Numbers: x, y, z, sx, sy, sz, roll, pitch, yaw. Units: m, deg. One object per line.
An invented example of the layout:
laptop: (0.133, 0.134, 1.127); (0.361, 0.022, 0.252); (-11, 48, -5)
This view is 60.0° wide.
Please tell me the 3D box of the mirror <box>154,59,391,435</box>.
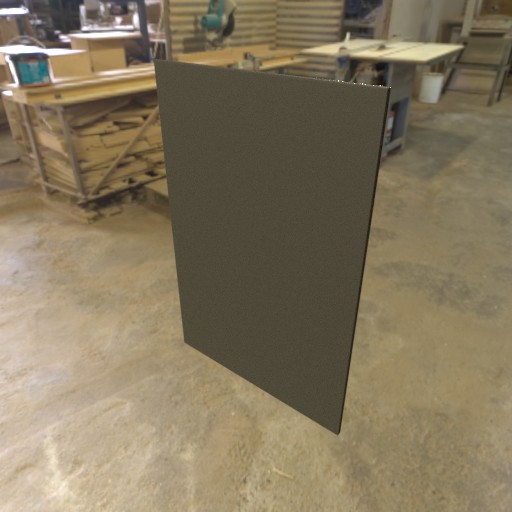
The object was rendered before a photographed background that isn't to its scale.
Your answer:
mirror: (0.000, 0.000, 1.171); (0.613, 0.914, 0.039); (22, 37, 32)
